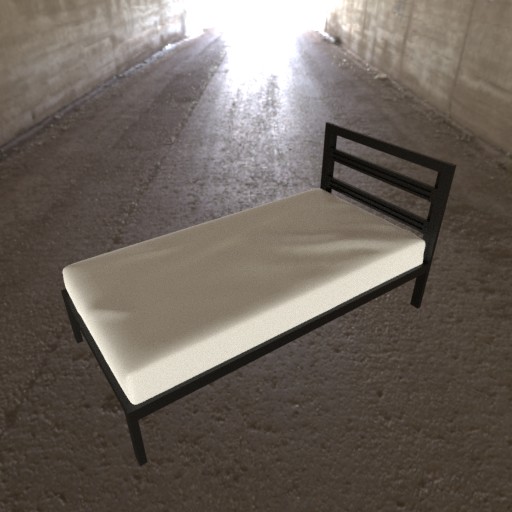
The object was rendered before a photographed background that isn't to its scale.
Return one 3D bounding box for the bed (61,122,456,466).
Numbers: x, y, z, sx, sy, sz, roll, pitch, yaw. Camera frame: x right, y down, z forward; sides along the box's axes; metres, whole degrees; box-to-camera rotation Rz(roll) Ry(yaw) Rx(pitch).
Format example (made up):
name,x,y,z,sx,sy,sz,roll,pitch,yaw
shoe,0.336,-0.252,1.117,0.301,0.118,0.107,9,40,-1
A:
name,x,y,z,sx,sy,sz,roll,pitch,yaw
bed,0.000,0.000,2.494,1.930,0.967,0.991,-21,38,-29
